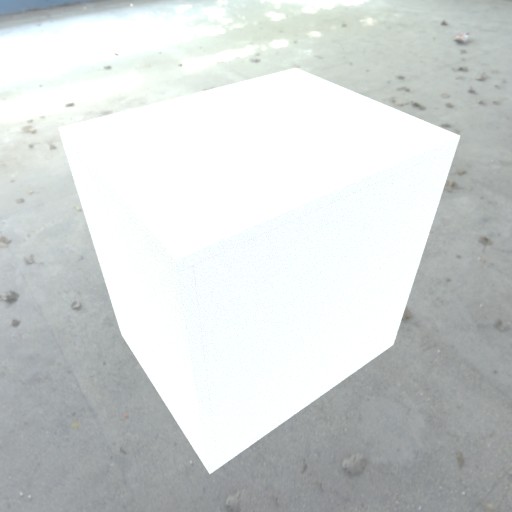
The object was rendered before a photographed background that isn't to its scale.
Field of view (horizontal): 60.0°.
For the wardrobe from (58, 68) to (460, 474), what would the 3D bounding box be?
[{"bbox_3d":[0.000,0.000,0.872,0.500,0.520,0.400,-25,47,-27],"label":"wardrobe"}]
